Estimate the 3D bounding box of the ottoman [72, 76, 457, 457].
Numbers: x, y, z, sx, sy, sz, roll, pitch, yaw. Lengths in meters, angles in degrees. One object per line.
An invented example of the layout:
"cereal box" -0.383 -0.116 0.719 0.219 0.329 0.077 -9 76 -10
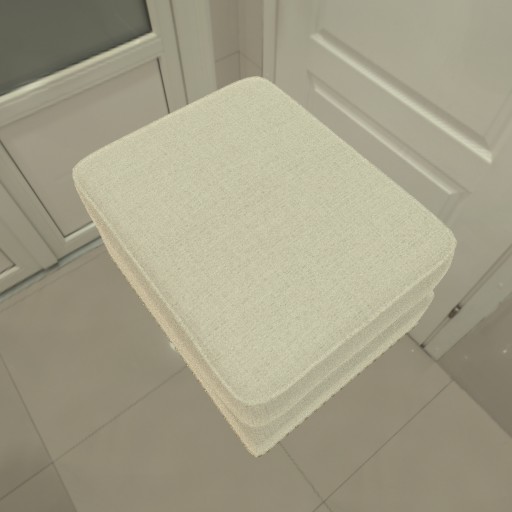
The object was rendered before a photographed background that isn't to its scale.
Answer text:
"ottoman" 0.000 0.000 1.139 0.589 0.537 0.738 -34 64 -19
